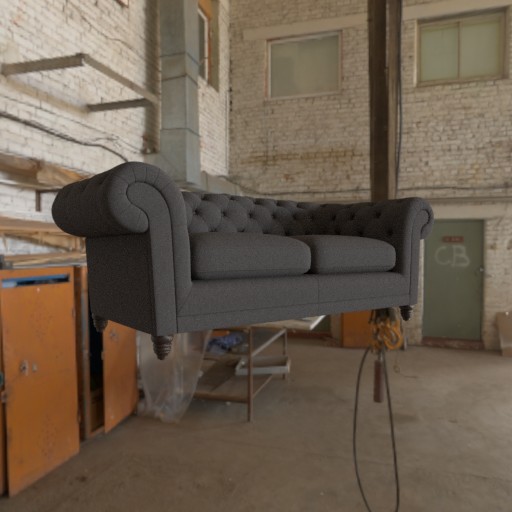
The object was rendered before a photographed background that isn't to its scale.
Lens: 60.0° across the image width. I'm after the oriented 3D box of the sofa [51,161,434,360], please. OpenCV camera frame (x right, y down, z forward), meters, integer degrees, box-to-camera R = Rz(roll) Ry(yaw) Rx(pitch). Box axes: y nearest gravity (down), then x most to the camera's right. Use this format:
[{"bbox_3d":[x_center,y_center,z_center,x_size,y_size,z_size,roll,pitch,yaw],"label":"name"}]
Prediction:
[{"bbox_3d":[0.000,0.000,2.475,1.998,0.764,0.986,0,1,-37],"label":"sofa"}]
